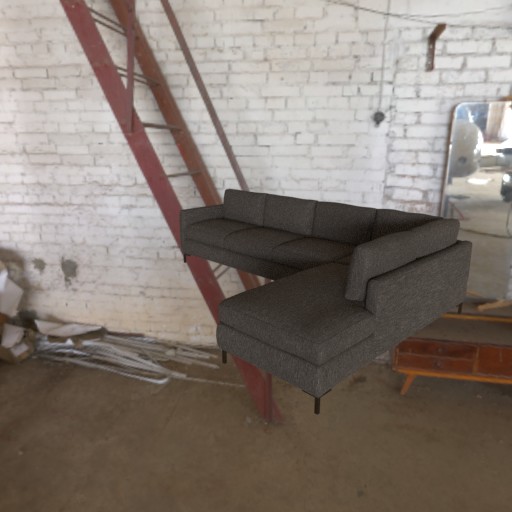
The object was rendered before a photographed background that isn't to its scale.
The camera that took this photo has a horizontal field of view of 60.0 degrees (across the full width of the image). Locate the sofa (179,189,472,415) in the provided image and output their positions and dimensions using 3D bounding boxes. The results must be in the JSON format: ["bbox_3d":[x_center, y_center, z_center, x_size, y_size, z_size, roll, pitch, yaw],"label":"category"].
[{"bbox_3d":[0.000,0.000,3.878,2.007,0.815,2.949,-15,21,-42],"label":"sofa"}]
